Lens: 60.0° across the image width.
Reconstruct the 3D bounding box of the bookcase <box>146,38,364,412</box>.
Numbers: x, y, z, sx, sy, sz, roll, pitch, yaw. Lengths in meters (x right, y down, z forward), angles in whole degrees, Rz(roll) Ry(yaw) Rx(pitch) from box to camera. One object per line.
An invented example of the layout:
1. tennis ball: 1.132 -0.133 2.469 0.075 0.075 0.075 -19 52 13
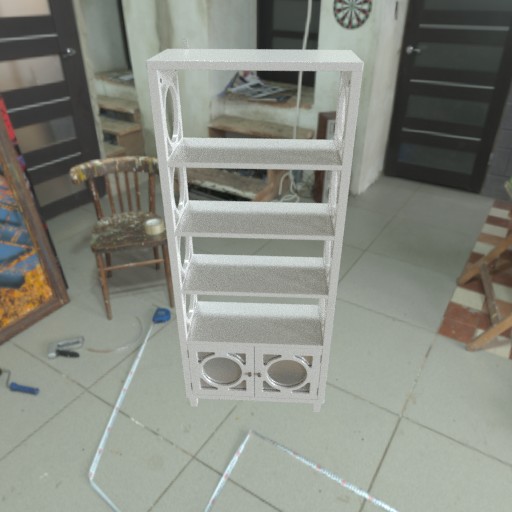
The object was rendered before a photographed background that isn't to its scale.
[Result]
1. bookcase: 0.000 0.000 2.147 0.761 1.869 0.361 2 32 3
